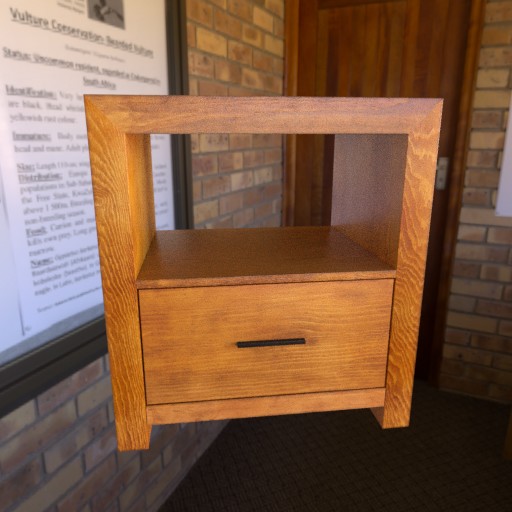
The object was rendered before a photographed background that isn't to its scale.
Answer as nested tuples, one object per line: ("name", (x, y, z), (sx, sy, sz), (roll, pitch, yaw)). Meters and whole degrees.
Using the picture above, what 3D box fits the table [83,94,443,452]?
("table", (0.000, 0.000, 0.933), (0.550, 0.605, 0.400), (-2, 15, -7))
